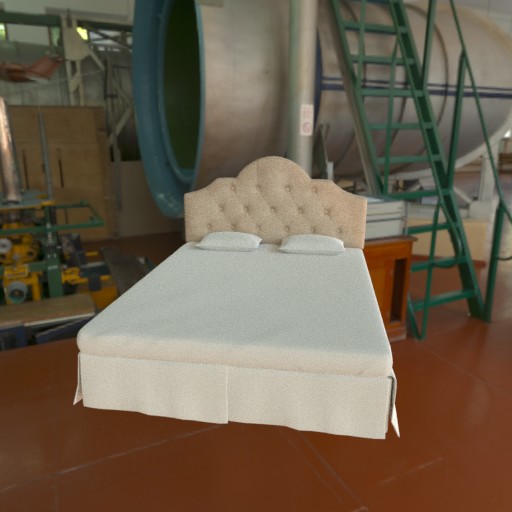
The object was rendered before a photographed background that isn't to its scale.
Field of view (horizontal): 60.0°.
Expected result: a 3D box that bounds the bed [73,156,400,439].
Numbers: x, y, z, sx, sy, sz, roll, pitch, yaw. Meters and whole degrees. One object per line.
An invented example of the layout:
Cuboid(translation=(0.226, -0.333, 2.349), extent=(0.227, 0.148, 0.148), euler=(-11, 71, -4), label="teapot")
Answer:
Cuboid(translation=(0.000, 0.000, 2.963), extent=(1.667, 1.194, 1.970), euler=(2, 16, 8), label="bed")
